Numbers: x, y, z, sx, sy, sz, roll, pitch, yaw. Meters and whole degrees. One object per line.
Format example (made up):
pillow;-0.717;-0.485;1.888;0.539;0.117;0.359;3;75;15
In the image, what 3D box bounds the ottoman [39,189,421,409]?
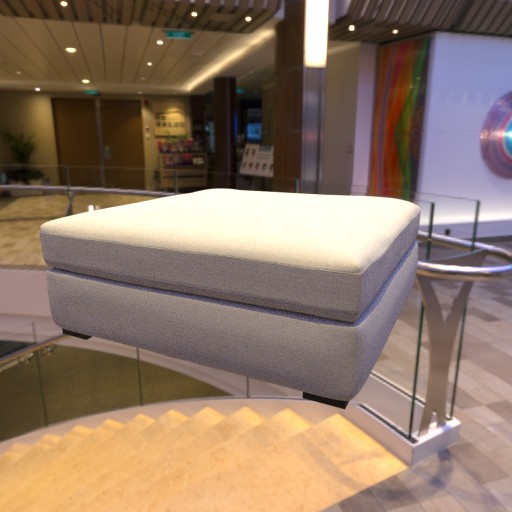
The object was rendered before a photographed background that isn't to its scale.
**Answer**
ottoman;0.000;0.000;1.824;1.167;0.482;1.163;7;16;26
